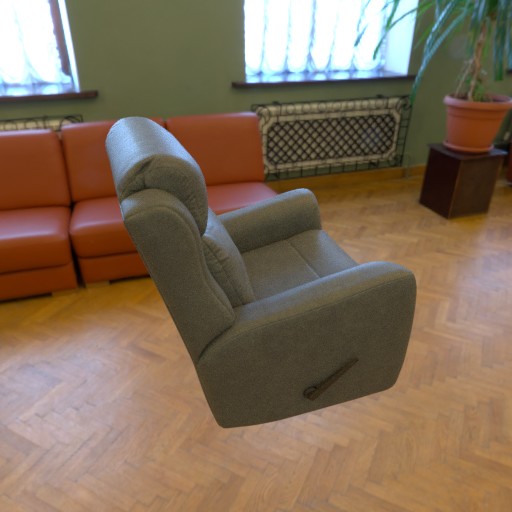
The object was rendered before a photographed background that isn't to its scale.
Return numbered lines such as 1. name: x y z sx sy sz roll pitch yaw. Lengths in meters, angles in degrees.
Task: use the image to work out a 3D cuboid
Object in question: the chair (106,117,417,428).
1. chair: 0.000 0.000 1.904 1.068 1.116 0.967 -10 31 -17
